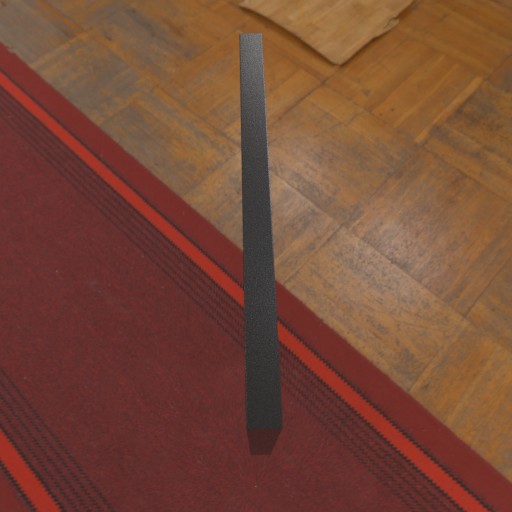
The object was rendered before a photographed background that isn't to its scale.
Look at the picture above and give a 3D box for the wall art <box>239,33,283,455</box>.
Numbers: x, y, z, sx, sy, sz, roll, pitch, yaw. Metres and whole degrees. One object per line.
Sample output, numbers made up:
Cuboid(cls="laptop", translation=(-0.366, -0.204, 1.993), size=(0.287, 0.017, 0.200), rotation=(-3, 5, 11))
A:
Cuboid(cls="wall art", translation=(0.000, 0.000, 1.190), size=(0.058, 0.640, 0.939), rotation=(-1, 63, -1))
